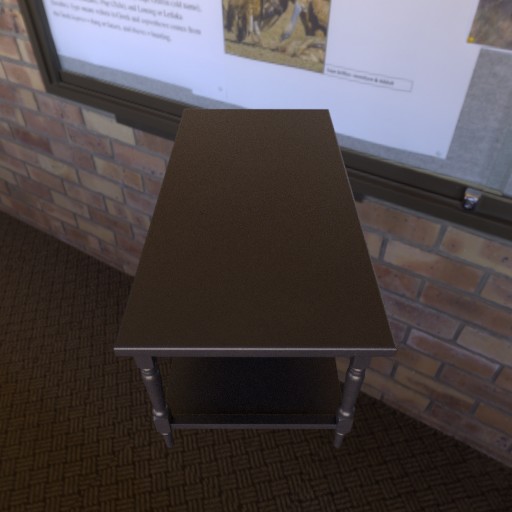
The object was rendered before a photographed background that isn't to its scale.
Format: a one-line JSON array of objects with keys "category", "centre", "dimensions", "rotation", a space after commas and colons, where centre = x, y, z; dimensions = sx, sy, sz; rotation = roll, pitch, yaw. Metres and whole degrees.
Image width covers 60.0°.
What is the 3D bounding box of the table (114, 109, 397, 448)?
[{"category": "table", "centre": [0.000, 0.000, 1.436], "dimensions": [0.550, 0.510, 1.107], "rotation": [0, 42, 0]}]
